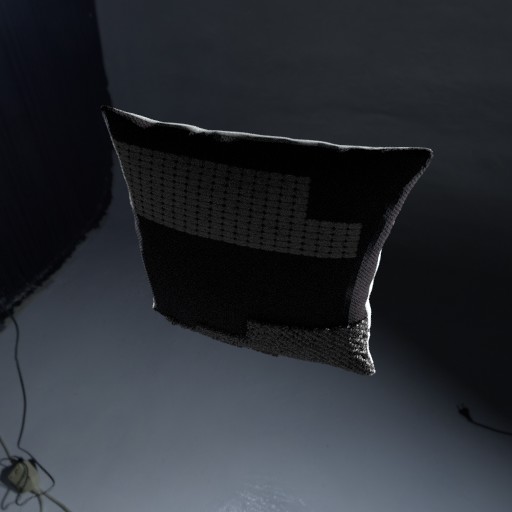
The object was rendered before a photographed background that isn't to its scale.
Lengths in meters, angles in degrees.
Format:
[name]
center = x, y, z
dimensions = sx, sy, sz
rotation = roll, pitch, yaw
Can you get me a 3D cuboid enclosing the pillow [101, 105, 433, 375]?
[pillow]
center = 0.000, 0.000, 0.752
dimensions = 0.475, 0.473, 0.178
rotation = 12, 42, 13
